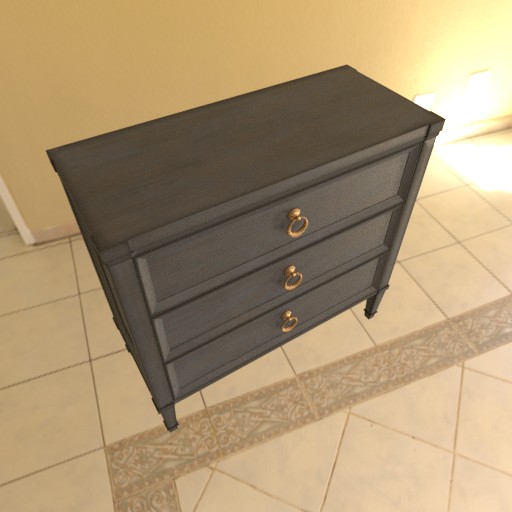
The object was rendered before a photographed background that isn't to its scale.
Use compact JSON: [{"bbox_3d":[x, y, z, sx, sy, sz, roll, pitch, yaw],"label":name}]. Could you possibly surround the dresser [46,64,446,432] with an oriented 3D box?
[{"bbox_3d":[0.000,0.000,1.605,1.049,0.986,0.463,-24,51,-21],"label":"dresser"}]
